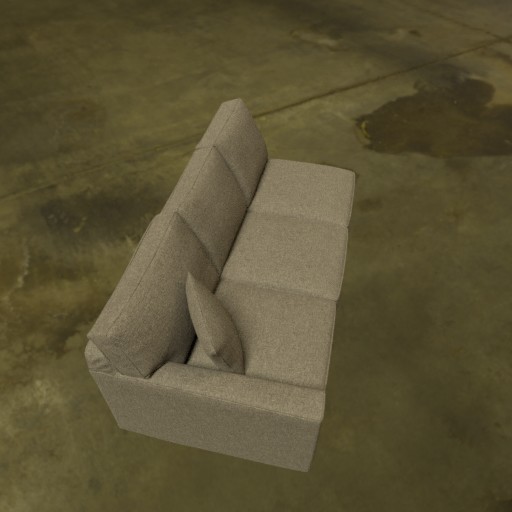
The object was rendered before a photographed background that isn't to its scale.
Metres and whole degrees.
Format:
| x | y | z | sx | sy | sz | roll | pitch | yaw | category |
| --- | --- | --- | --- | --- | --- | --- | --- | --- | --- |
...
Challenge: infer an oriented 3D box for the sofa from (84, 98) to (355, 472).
| x | y | z | sx | sy | sz | roll | pitch | yaw | category |
| --- | --- | --- | --- | --- | --- | --- | --- | --- | --- |
| 0.000 | 0.000 | 2.573 | 1.034 | 0.946 | 1.963 | 9 | 47 | 9 | sofa |
